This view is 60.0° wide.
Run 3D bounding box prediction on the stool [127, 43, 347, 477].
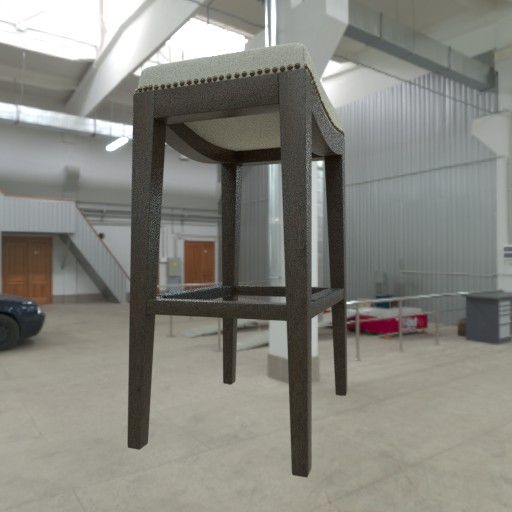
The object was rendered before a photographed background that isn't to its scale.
[{"bbox_3d":[0.000,0.000,1.040,0.358,0.759,0.498,0,0,19],"label":"stool"}]
